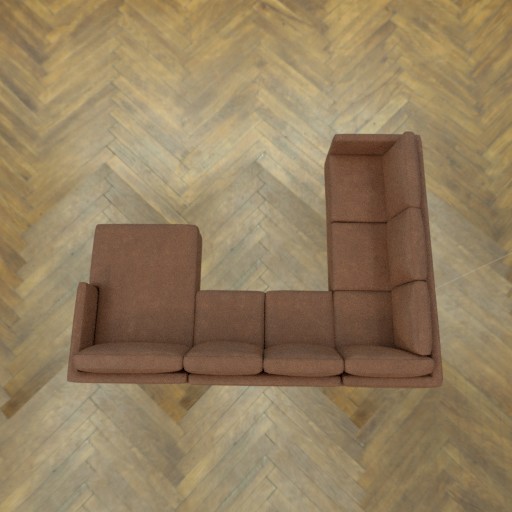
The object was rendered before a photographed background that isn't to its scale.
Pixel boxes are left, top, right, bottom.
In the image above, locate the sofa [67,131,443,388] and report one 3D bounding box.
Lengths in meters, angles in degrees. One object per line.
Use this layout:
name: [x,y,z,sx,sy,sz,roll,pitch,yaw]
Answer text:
sofa: [0.000,0.000,4.601,3.460,0.923,2.593,1,75,0]
